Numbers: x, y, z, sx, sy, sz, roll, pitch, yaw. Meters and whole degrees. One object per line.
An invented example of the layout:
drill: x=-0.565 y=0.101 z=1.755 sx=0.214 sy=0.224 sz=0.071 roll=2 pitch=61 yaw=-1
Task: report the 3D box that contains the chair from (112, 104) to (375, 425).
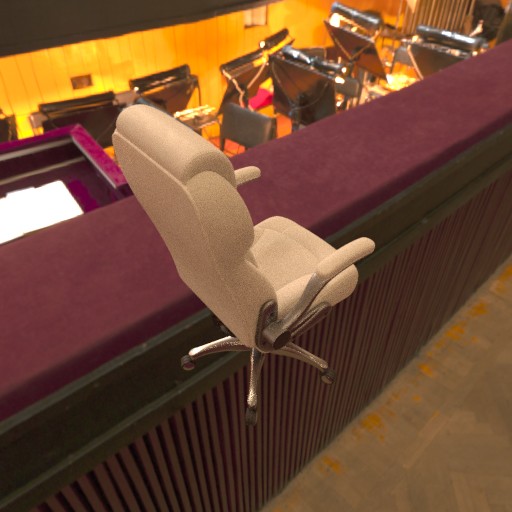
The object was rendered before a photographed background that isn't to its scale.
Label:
chair: x=0.000 y=0.000 z=1.815 sx=0.806 sy=1.330 sz=0.755 roll=-27 pitch=48 yaw=-28
